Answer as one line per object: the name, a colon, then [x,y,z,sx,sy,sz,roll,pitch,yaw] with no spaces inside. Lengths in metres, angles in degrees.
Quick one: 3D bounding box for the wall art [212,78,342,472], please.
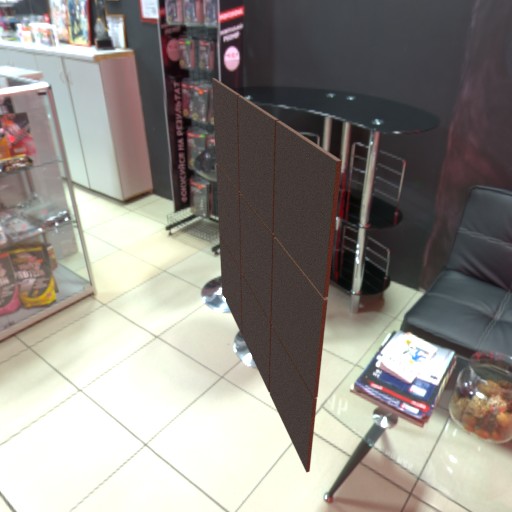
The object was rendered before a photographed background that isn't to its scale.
wall art: [0.000,0.000,2.323,0.017,1.521,1.527,-10,32,-16]
